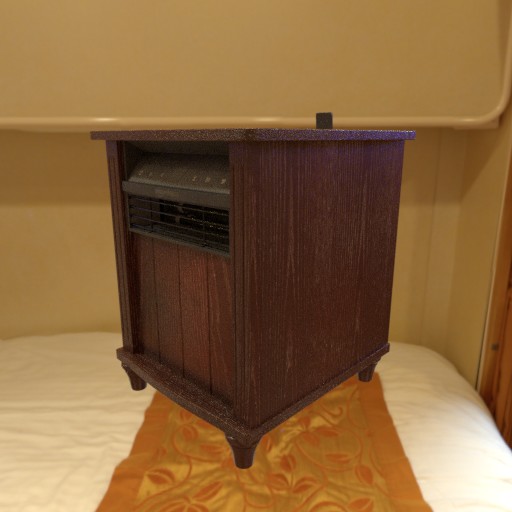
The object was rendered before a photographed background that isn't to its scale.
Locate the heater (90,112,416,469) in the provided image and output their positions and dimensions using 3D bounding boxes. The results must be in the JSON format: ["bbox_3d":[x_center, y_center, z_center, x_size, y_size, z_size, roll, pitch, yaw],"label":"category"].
[{"bbox_3d":[0.000,0.000,0.758,0.362,0.481,0.400,14,21,43],"label":"heater"}]
